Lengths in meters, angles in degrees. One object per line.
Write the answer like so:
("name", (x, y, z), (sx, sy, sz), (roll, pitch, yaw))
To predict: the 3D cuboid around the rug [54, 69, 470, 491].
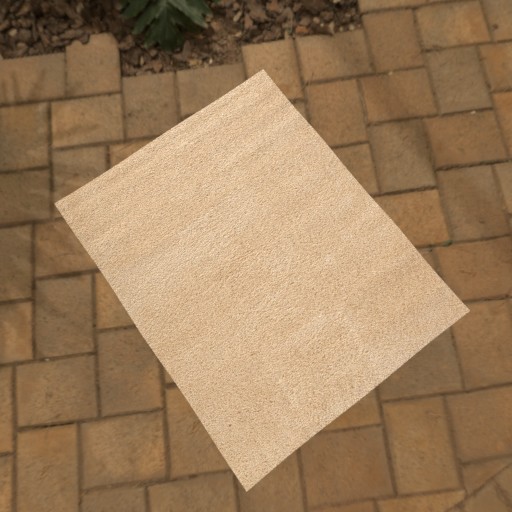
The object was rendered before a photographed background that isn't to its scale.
("rug", (0.000, 0.000, 3.968), (2.400, 0.025, 3.000), (-36, 79, -8))
